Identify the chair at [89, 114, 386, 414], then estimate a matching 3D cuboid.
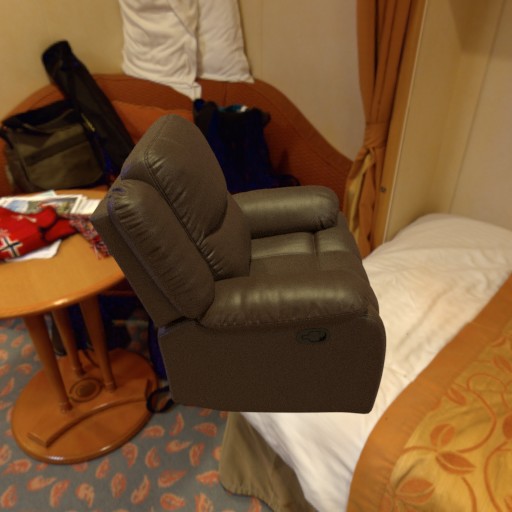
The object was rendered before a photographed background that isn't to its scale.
[{"bbox_3d":[0.000,0.000,1.755,0.934,1.009,0.899,0,32,0],"label":"chair"}]
